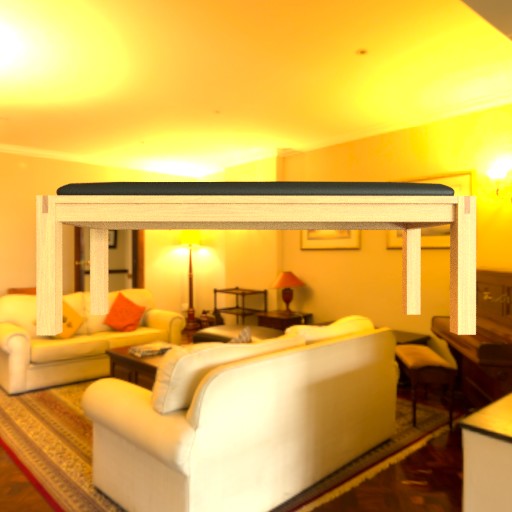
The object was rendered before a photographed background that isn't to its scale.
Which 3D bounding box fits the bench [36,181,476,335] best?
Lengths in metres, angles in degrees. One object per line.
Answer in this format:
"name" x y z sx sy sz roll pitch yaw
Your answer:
"bench" 0.000 0.000 1.434 1.202 0.430 0.450 0 0 -1
